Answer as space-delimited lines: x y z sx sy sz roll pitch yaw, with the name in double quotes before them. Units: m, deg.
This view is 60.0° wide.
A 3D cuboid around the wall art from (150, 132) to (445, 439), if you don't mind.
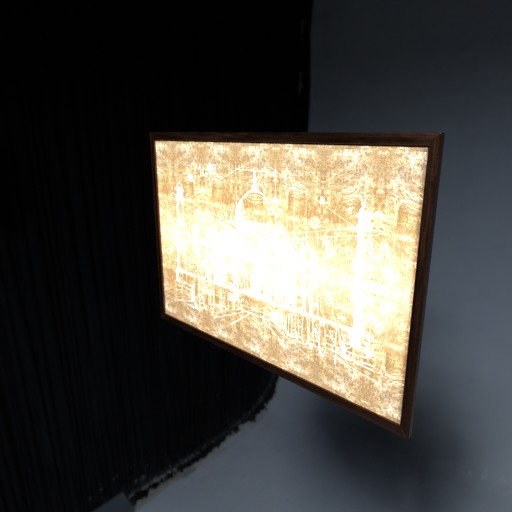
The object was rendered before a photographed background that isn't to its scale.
"wall art" 0.000 0.000 1.041 0.816 0.559 0.014 15 21 42
